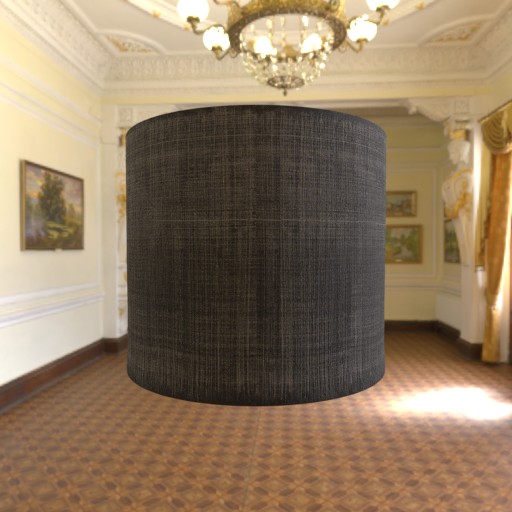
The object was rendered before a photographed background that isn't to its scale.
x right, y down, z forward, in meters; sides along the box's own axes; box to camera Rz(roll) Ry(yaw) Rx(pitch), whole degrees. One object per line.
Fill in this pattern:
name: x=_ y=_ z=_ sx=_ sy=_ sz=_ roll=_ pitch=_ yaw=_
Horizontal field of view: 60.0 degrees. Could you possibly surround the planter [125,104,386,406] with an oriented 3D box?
planter: x=0.000 y=0.000 z=0.316 sx=0.178 sy=0.157 sz=0.178 roll=0 pitch=1 yaw=0
